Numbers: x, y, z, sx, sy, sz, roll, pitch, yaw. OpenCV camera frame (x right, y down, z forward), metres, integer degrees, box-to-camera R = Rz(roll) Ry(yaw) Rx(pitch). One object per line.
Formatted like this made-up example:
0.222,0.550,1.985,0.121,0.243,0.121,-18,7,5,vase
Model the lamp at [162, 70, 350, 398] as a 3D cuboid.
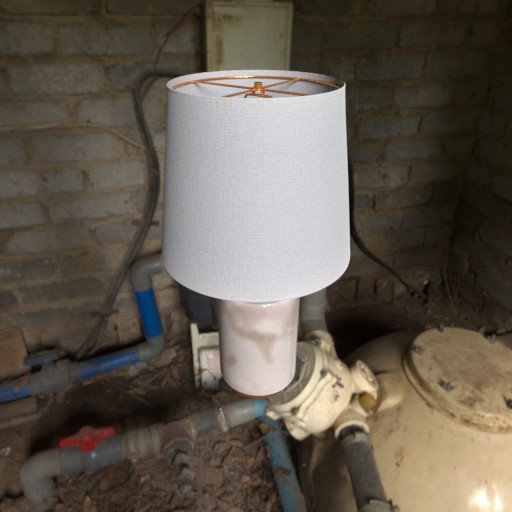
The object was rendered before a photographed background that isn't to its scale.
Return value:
0.000,0.000,0.459,0.189,0.340,0.189,0,30,0,lamp
